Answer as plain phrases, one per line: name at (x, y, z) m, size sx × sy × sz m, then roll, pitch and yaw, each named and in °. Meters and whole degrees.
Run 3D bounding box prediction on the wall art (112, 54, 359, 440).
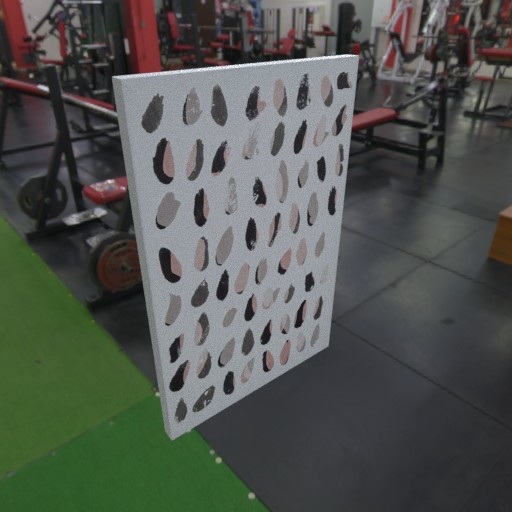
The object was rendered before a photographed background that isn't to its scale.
wall art at (0.000, 0.000, 1.146) m, size 0.610 × 0.916 × 0.037 m, roll -22°, pitch 36°, yaw -33°
